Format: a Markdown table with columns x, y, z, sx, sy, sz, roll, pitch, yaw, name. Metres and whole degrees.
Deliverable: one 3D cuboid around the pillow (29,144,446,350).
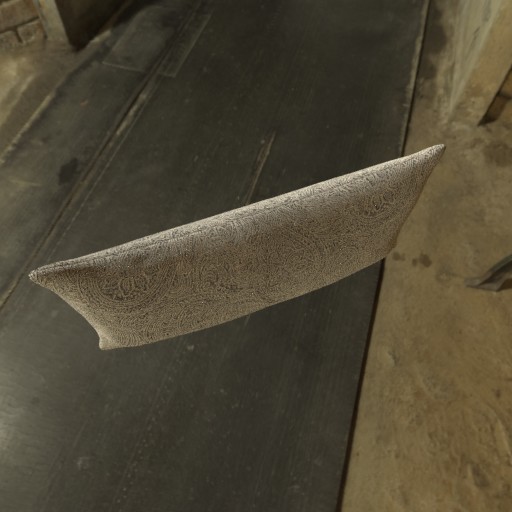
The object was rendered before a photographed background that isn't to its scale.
| x | y | z | sx | sy | sz | roll | pitch | yaw | name |
| --- | --- | --- | --- | --- | --- | --- | --- | --- | --- |
| 0.000 | 0.000 | 0.738 | 0.615 | 0.295 | 0.151 | -19 | 62 | -10 | pillow |
